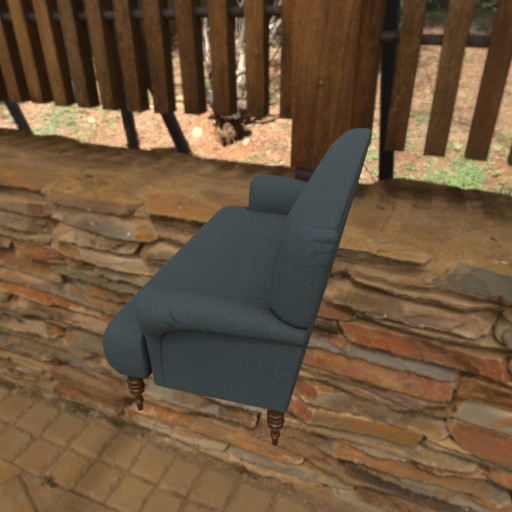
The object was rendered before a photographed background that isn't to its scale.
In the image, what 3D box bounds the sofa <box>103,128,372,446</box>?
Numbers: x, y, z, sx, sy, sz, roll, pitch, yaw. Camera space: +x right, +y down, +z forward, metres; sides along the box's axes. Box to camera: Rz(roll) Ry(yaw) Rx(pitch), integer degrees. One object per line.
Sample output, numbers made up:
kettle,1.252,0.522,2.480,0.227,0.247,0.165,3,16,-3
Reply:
sofa,0.000,0.000,1.880,0.779,0.889,1.297,8,30,15
